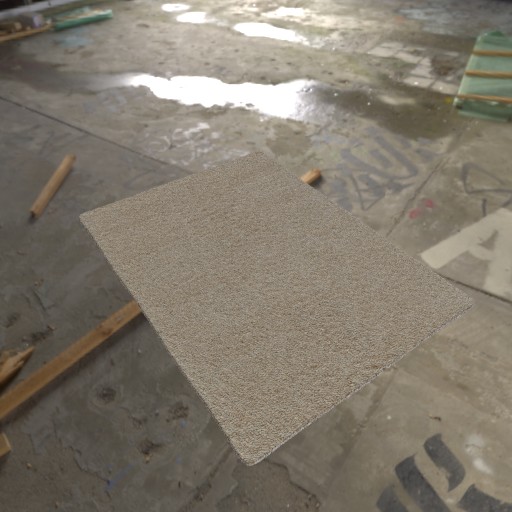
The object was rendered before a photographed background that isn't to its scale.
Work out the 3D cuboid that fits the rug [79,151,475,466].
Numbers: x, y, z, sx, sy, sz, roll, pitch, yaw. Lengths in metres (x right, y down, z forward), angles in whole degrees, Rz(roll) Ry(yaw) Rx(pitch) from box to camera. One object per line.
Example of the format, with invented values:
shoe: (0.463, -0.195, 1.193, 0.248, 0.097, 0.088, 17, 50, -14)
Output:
rug: (0.000, 0.000, 2.136, 1.200, 0.027, 1.600, -26, 48, -25)
